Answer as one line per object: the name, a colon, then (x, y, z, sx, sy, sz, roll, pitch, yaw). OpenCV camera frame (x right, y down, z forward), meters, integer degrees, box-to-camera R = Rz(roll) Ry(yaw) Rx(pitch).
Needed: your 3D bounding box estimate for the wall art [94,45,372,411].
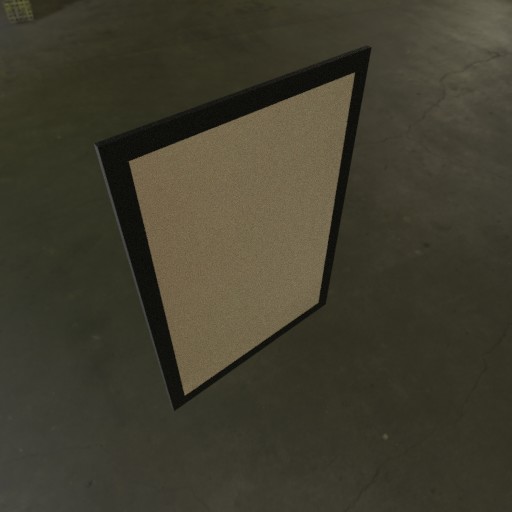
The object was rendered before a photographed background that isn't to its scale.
wall art: (0.000, 0.000, 0.678, 0.379, 0.530, 0.008, -30, 53, -26)
